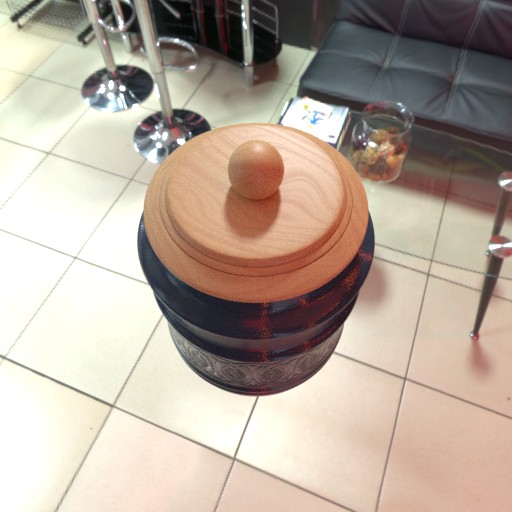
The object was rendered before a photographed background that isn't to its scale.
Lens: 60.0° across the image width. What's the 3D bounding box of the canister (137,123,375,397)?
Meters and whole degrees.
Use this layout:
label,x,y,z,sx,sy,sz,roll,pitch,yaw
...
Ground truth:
label,x,y,z,sx,sy,sz,roll,pitch,yaw
canister,0.000,0.000,0.269,0.130,0.176,0.130,0,58,0
